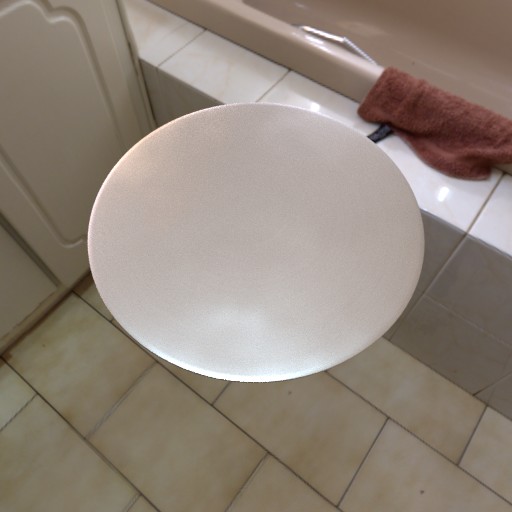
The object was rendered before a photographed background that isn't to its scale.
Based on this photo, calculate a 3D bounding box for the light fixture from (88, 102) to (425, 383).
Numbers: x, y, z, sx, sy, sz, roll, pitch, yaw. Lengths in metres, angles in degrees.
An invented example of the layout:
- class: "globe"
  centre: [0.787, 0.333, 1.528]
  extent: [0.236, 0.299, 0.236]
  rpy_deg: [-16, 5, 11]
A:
- class: "light fixture"
  centre: [0.000, 0.000, 0.432]
  extent: [0.280, 0.135, 0.280]
  rpy_deg: [0, 60, 0]
